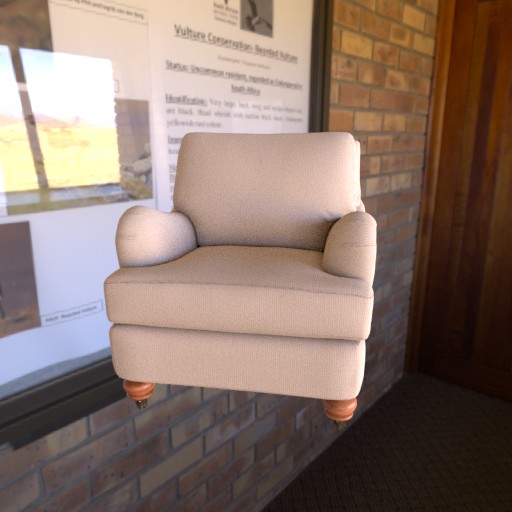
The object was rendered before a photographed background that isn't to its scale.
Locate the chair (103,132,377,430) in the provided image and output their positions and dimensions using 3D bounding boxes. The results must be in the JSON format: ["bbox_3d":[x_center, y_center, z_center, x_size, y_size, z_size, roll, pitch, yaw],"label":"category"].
[{"bbox_3d":[0.000,0.000,1.915,0.955,1.038,1.070,2,15,9],"label":"chair"}]
